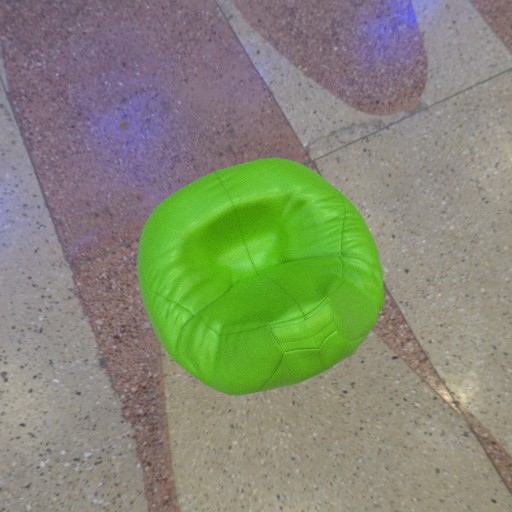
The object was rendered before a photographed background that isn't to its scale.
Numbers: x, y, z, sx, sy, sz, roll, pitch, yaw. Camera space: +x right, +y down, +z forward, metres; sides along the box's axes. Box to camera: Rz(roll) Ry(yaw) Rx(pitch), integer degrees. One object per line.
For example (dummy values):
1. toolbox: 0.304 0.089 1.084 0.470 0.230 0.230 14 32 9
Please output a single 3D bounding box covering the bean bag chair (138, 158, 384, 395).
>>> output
1. bean bag chair: 0.000 0.000 1.891 1.070 0.990 1.070 -23 76 -6
